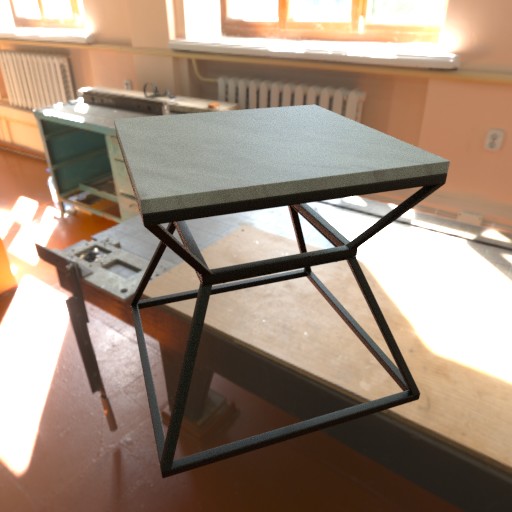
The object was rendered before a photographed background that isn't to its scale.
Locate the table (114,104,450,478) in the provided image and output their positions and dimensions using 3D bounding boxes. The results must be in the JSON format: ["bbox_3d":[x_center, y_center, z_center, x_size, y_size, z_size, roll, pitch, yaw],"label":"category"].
[{"bbox_3d":[0.000,0.000,0.802,0.455,0.431,0.455,-10,31,-17],"label":"table"}]
